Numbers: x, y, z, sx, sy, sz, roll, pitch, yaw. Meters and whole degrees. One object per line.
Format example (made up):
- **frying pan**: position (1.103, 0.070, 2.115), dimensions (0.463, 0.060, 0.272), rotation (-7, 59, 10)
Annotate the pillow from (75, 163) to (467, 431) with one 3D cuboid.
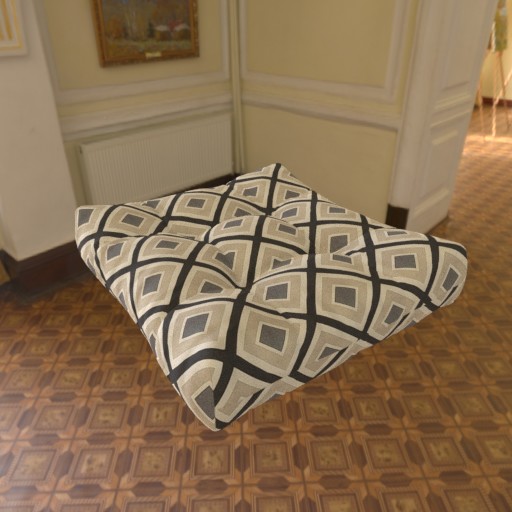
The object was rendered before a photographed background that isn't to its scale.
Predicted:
- **pillow**: position (0.000, 0.000, 0.732), dimensions (0.468, 0.128, 0.490), rotation (-19, 35, -30)
